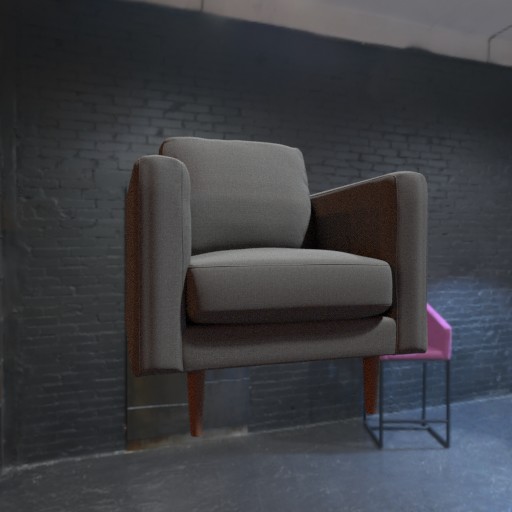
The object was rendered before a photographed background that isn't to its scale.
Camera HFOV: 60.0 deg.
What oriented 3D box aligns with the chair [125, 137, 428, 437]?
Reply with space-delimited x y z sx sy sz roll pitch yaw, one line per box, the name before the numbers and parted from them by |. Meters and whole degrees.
chair | 0.000 0.000 1.530 0.854 0.927 0.800 0 1 -18
